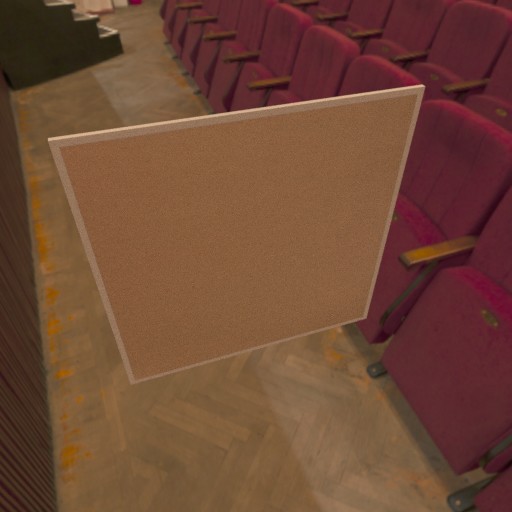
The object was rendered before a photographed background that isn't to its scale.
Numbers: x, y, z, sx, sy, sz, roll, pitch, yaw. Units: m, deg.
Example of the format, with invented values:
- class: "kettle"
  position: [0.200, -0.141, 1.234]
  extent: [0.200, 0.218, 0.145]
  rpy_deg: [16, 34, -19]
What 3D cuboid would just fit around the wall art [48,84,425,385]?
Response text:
- class: "wall art"
  position: [0.000, 0.000, 1.183]
  extent: [0.809, 0.809, 0.012]
  rpy_deg: [-13, 43, -14]
